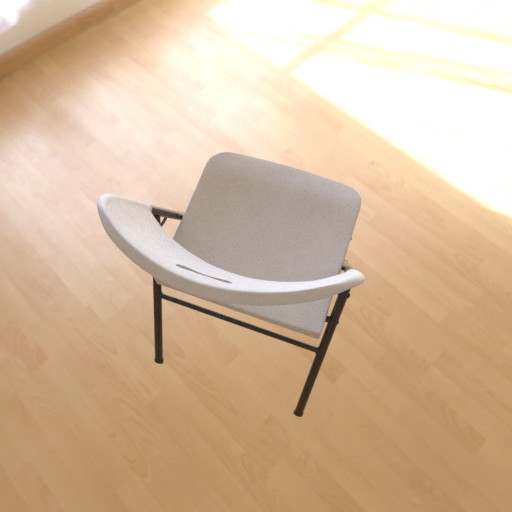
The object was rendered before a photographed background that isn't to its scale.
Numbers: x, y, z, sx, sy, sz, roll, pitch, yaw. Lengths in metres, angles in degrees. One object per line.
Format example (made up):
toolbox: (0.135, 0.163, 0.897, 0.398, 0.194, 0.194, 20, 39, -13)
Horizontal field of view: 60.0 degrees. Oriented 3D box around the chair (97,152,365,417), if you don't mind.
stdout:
chair: (0.000, 0.000, 1.125, 0.494, 0.810, 0.566, 18, 64, 9)
